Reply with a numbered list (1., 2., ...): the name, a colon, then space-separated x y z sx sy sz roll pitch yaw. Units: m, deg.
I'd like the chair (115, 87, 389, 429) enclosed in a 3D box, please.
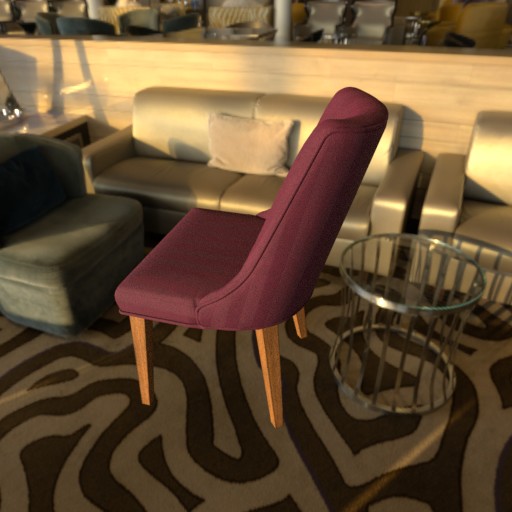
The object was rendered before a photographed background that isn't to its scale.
1. chair: 0.000 0.000 1.322 0.638 0.916 0.548 8 32 13
